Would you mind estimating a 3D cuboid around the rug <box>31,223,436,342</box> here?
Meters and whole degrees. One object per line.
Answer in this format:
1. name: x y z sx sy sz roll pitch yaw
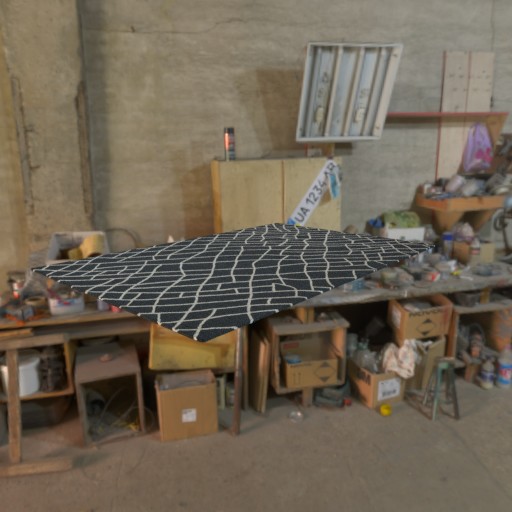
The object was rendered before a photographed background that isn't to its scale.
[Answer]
1. rug: 0.000 0.000 2.349 1.223 0.013 1.830 12 18 41
